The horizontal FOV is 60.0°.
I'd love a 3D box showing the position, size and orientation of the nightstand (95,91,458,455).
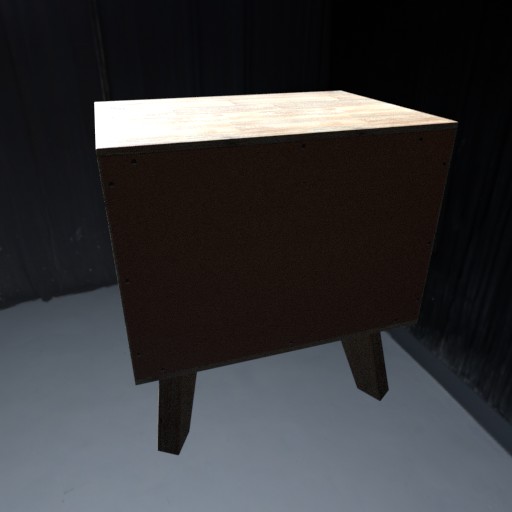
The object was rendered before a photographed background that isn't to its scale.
[{"bbox_3d":[0.000,0.000,0.934,0.552,0.589,0.396,-9,29,-16],"label":"nightstand"}]
